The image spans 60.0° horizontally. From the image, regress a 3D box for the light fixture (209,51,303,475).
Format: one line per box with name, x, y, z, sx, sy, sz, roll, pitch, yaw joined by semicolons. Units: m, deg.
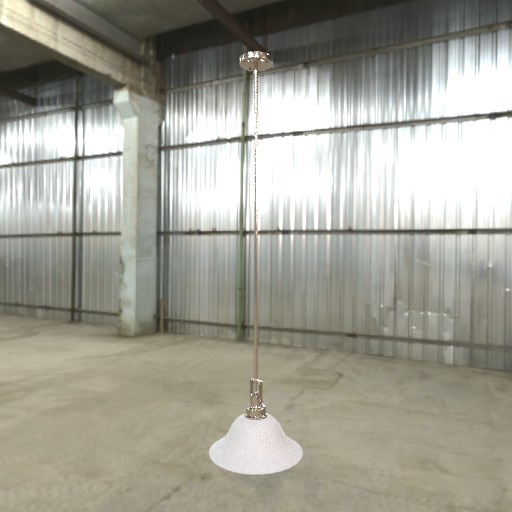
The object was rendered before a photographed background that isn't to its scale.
light fixture;0.000;0.000;1.529;0.324;1.354;0.324;0;1;-35
